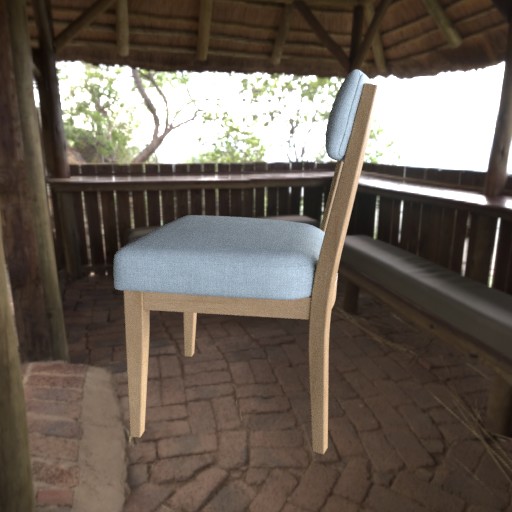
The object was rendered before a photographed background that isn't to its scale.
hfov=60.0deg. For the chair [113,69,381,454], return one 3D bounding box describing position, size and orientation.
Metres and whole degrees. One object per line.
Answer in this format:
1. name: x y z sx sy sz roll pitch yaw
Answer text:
1. chair: 0.000 0.000 1.159 0.572 0.832 0.508 2 14 9
